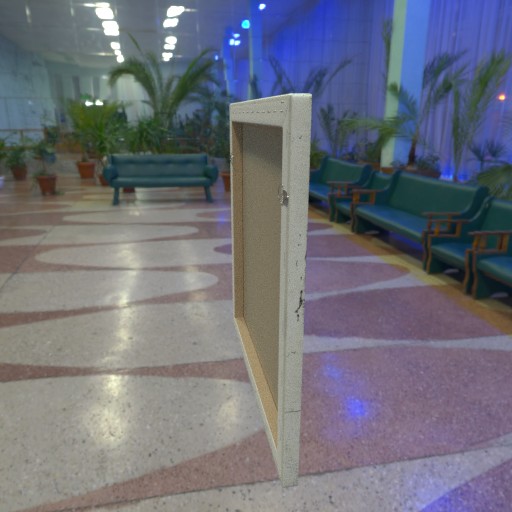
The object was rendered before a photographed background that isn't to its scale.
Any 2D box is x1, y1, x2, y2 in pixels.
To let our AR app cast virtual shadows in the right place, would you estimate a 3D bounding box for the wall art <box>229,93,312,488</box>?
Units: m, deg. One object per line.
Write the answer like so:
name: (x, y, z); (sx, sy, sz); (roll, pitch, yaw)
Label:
wall art: (0.000, 0.000, 1.149); (0.038, 0.762, 0.762); (-3, 18, -10)
